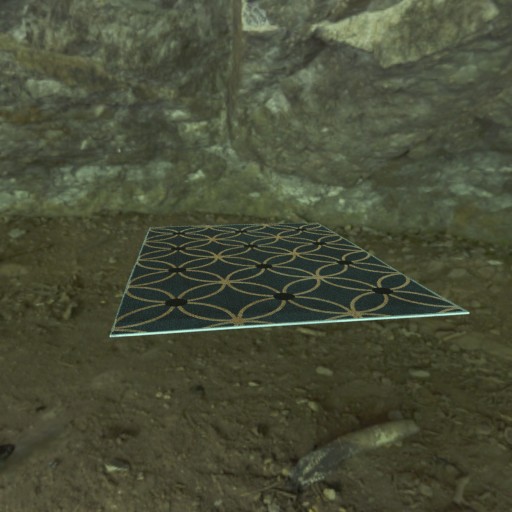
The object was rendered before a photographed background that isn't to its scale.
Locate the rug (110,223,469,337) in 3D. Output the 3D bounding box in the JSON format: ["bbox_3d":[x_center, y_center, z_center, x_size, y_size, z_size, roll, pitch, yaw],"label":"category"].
[{"bbox_3d":[0.000,0.000,2.902,1.522,0.008,2.284,-2,14,-9],"label":"rug"}]
